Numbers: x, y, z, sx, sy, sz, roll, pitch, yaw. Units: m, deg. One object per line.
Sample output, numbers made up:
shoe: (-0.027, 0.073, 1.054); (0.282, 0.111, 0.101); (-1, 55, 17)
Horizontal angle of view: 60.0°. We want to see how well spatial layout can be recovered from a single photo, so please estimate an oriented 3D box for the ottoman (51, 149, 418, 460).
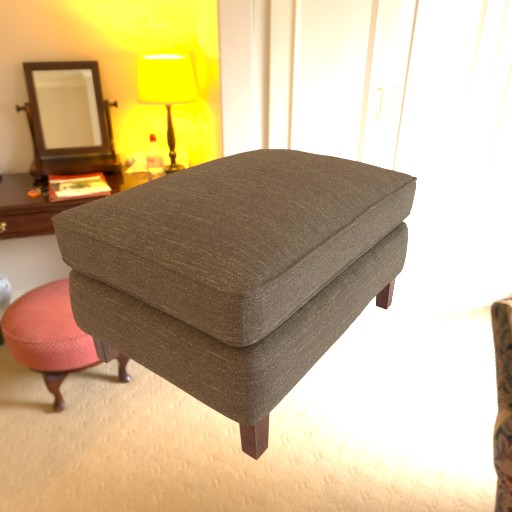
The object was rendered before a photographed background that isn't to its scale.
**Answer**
ottoman: (0.000, 0.000, 0.995); (0.508, 0.406, 0.686); (19, 32, 32)
